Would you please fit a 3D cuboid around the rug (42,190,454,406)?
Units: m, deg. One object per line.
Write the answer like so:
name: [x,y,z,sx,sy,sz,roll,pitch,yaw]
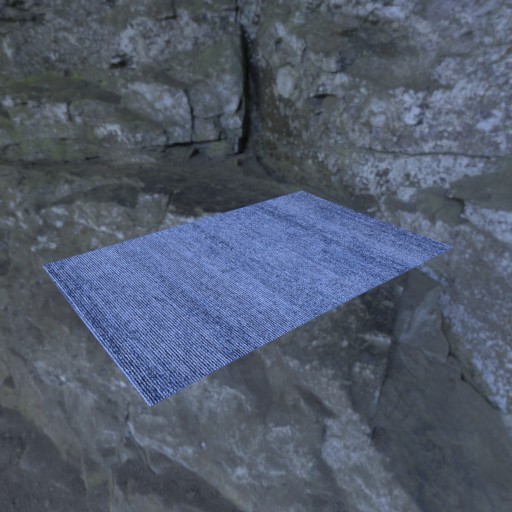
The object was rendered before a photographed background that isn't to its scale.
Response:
rug: [0.000,0.000,2.217,1.740,0.010,1.135,-20,34,-33]
